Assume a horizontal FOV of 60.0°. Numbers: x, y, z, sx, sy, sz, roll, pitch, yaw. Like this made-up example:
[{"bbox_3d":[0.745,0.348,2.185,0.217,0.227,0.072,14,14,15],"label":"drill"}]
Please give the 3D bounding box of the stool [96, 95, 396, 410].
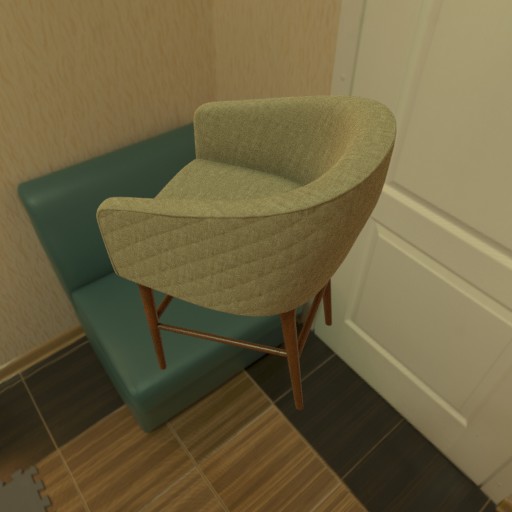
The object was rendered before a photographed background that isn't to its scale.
[{"bbox_3d":[0.000,0.000,1.358,0.635,0.952,0.559,16,48,15],"label":"stool"}]
